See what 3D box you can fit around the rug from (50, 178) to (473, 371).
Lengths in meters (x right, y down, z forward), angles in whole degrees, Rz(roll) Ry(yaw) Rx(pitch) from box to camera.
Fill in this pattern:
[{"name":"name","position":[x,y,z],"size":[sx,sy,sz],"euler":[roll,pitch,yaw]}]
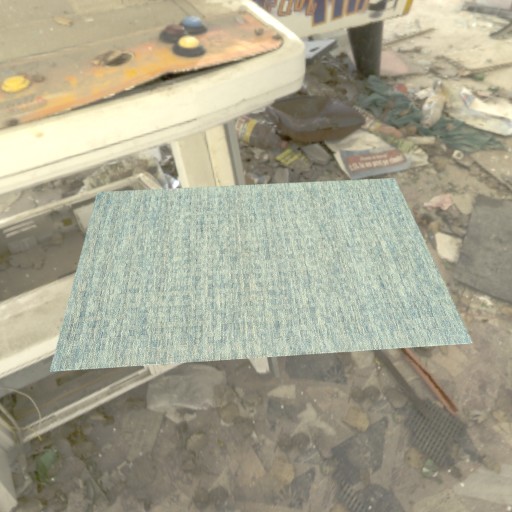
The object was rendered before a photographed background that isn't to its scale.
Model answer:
[{"name":"rug","position":[0.000,0.000,2.220],"size":[1.752,0.006,1.142],"euler":[-3,47,-3]}]
